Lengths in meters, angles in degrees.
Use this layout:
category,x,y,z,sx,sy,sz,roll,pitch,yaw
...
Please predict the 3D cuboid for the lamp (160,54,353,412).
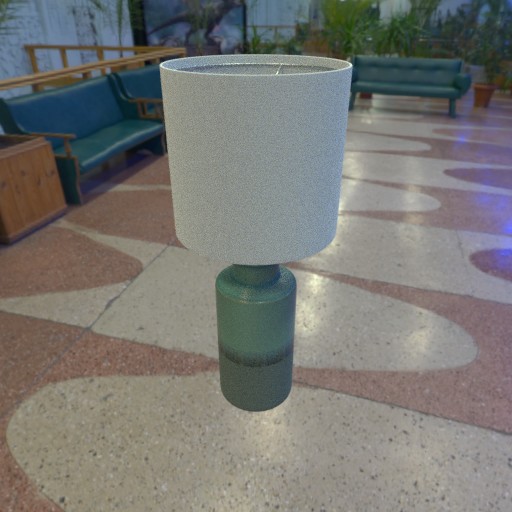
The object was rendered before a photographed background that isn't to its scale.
category,x,y,z,sx,sy,sz,roll,pitch,yaw
lamp,0.000,0.000,0.614,0.212,0.493,0.212,9,30,16
